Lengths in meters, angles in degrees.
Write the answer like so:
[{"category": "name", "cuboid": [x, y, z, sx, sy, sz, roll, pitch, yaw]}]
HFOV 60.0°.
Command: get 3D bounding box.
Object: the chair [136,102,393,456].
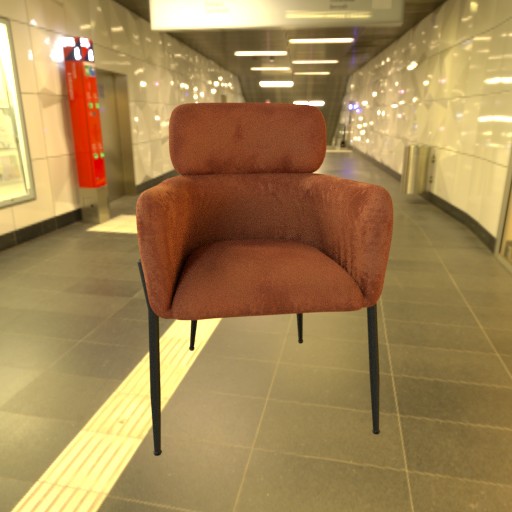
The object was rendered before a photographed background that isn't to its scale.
[{"category": "chair", "cuboid": [0.000, 0.000, 1.161, 0.561, 0.772, 0.523, -2, 18, -7]}]
